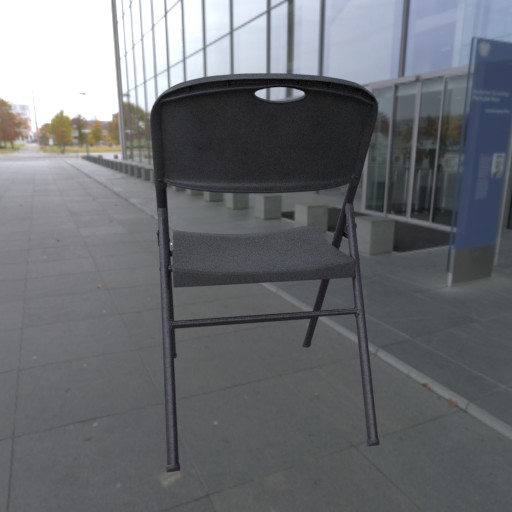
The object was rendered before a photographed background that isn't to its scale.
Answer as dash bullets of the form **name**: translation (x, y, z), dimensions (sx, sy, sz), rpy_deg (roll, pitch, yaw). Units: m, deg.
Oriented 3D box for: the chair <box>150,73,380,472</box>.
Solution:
- **chair**: translation (0.000, 0.000, 1.151), dimensions (0.494, 0.810, 0.567), rpy_deg (-3, 14, -10)
